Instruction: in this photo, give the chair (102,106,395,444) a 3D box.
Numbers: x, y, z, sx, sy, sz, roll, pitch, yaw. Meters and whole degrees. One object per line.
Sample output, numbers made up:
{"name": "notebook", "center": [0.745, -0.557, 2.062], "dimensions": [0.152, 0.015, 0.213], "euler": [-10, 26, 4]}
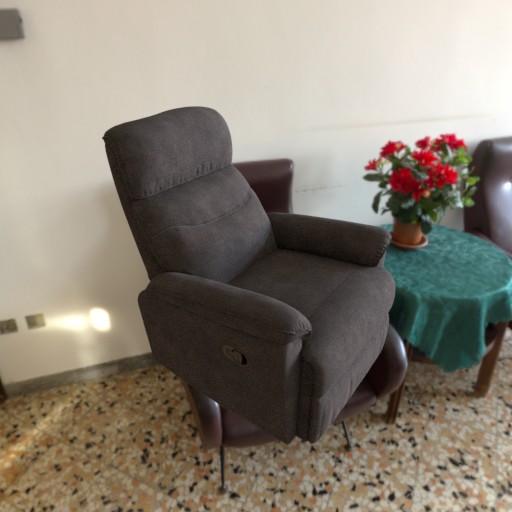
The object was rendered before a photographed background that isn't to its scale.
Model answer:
{"name": "chair", "center": [0.000, 0.000, 1.775], "dimensions": [1.009, 1.035, 0.830], "euler": [19, 34, 30]}
